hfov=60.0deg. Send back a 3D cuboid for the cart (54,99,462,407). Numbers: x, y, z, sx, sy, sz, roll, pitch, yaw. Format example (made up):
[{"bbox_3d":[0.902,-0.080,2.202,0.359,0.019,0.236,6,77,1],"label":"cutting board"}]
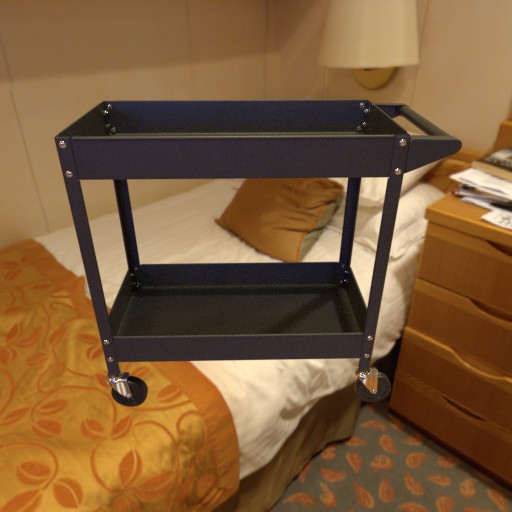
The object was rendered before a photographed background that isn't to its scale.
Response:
[{"bbox_3d":[0.000,0.000,1.155,0.779,0.719,0.366,-1,30,-1],"label":"cart"}]
